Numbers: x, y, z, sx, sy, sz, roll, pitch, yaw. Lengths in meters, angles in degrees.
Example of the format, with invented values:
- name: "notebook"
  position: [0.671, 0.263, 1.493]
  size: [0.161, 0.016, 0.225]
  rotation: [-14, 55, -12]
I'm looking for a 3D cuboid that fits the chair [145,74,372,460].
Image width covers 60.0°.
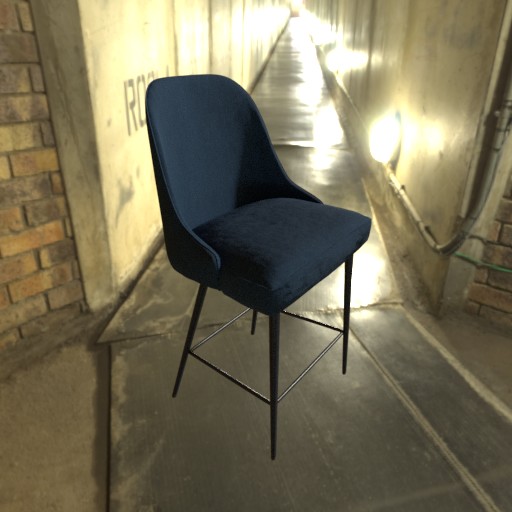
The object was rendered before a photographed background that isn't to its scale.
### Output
- name: "chair"
  position: [0.000, 0.000, 1.251]
  size: [0.489, 0.927, 0.526]
  rotation: [18, 31, 32]
